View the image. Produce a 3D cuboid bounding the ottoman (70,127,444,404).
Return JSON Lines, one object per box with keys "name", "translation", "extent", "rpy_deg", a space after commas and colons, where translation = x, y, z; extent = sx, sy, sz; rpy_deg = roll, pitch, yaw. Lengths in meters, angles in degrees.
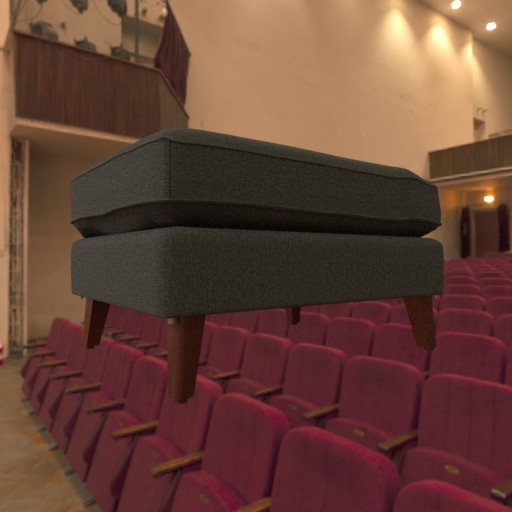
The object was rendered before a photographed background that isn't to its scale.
{"name": "ottoman", "translation": [0.000, 0.000, 1.205], "extent": [0.835, 0.503, 0.629], "rpy_deg": [0, 0, -36]}
